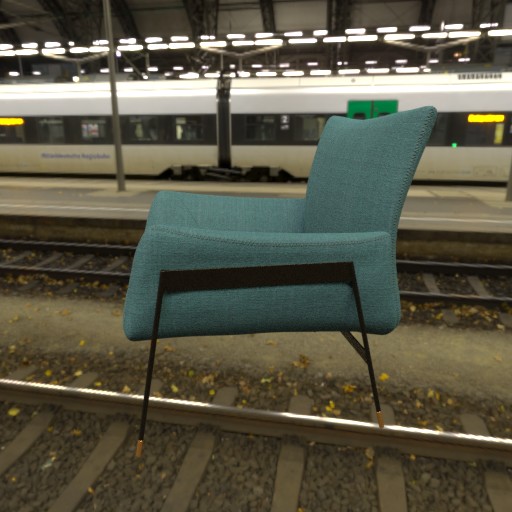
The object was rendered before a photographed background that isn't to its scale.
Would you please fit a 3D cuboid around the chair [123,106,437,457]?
[{"bbox_3d":[0.000,0.000,1.380,0.769,0.859,0.678,-3,16,-10],"label":"chair"}]
